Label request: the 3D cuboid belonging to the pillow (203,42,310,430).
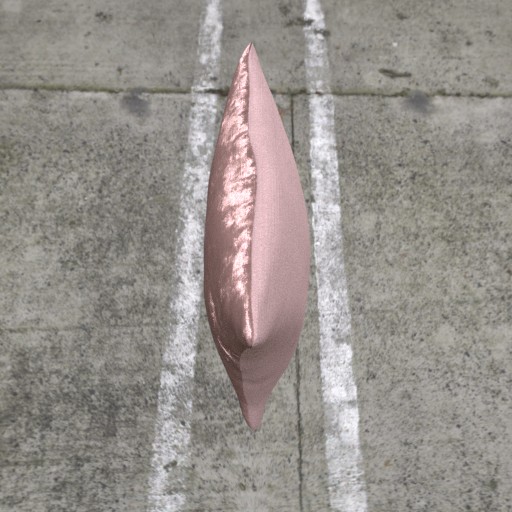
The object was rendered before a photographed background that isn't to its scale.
[{"bbox_3d":[0.000,0.000,0.737,0.175,0.464,0.470,0,59,0],"label":"pillow"}]
